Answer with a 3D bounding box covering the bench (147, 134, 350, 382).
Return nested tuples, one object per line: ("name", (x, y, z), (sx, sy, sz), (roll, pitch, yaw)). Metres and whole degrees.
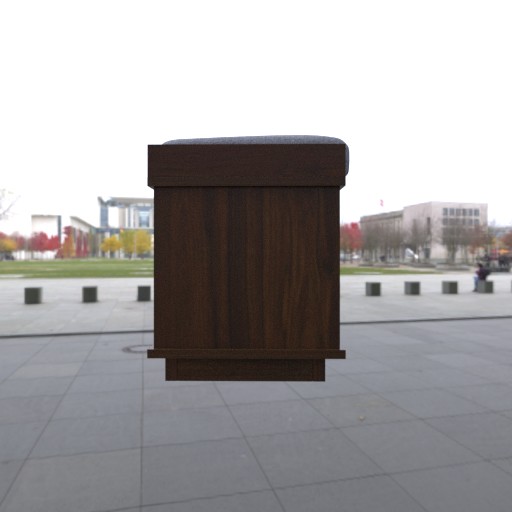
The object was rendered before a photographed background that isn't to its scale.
("bench", (0.000, 0.000, 1.380), (0.367, 0.468, 1.196), (0, 0, 1))
